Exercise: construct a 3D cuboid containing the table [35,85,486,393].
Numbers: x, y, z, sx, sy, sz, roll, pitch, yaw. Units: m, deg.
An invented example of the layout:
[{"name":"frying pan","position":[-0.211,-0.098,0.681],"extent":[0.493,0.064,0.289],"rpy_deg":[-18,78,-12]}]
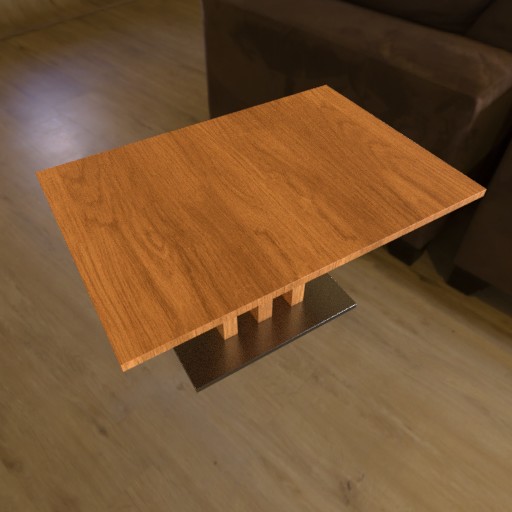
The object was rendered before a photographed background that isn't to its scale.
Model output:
[{"name":"table","position":[0.000,0.000,1.830],"extent":[1.300,0.770,0.900],"rpy_deg":[-24,51,-21]}]
